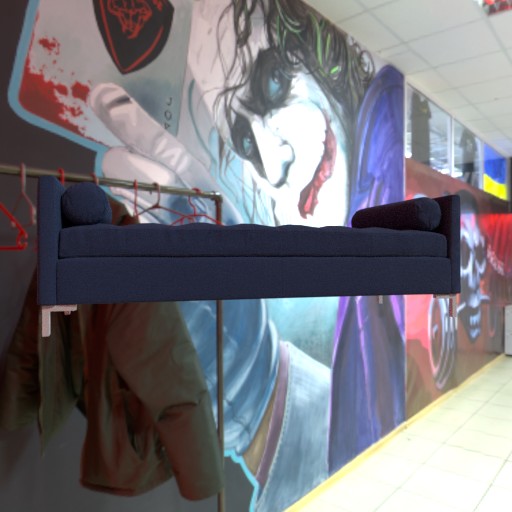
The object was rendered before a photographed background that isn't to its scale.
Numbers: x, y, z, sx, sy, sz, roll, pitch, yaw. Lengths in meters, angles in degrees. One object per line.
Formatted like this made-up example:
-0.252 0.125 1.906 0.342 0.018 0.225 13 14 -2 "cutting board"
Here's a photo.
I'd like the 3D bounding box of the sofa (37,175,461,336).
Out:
0.000 0.000 2.453 2.102 0.657 0.797 0 0 -17 "sofa"
